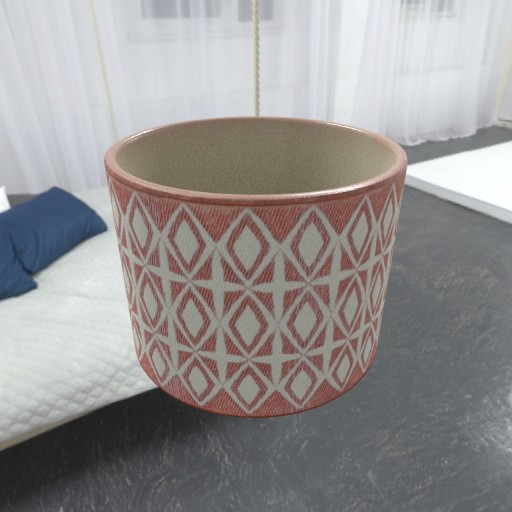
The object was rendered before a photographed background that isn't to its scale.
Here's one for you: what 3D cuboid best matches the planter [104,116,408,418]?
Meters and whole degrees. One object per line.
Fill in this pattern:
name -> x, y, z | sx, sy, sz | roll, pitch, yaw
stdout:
planter -> 0.000, 0.000, 0.472 | 0.273, 0.237, 0.273 | 0, 29, 0
